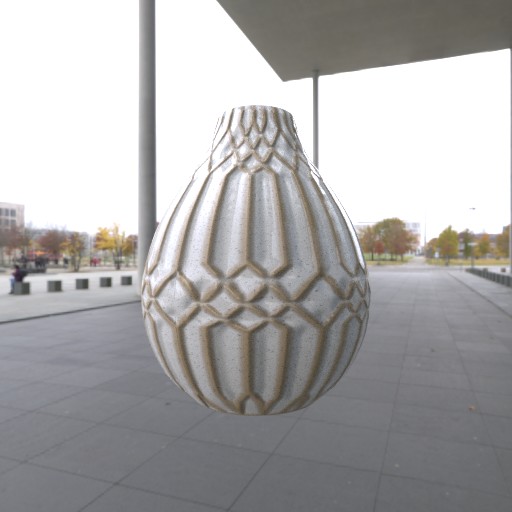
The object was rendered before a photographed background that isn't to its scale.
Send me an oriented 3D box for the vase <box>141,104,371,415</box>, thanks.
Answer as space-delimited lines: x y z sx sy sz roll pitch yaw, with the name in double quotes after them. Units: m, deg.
0.000 0.000 0.317 0.159 0.200 0.159 0 0 0 "vase"
